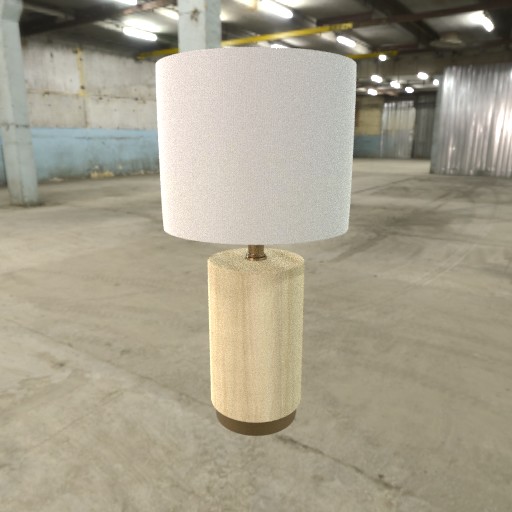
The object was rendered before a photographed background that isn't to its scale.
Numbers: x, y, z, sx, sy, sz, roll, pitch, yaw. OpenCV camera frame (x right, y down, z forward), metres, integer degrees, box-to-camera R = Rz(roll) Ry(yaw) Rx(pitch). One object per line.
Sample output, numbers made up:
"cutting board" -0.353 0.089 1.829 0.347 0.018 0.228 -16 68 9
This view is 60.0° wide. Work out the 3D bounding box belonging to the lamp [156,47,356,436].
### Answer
"lamp" 0.000 0.000 0.563 0.228 0.444 0.228 -7 16 -26
